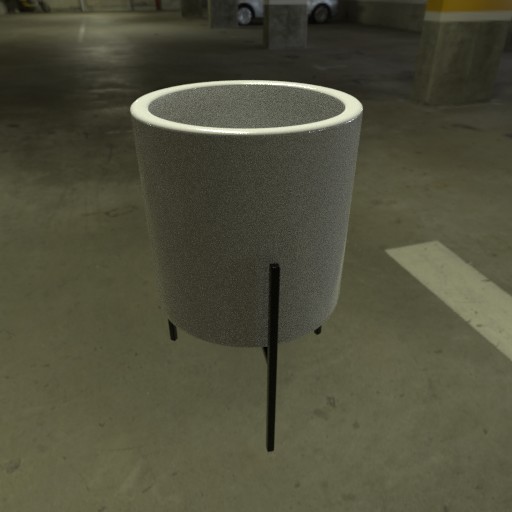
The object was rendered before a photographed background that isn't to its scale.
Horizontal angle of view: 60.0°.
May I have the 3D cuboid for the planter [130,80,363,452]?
[{"bbox_3d":[0.000,0.000,0.521,0.239,0.356,0.239,-20,37,-30],"label":"planter"}]
